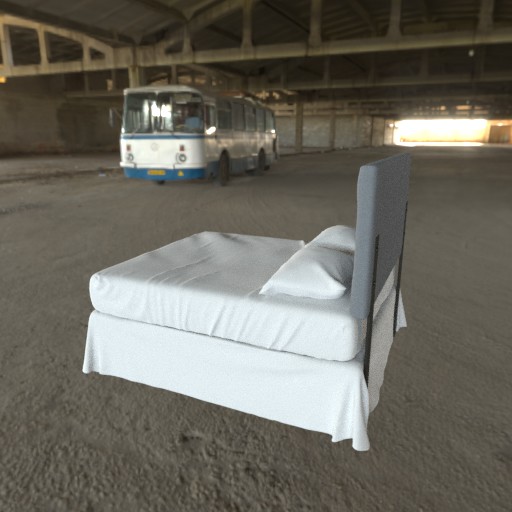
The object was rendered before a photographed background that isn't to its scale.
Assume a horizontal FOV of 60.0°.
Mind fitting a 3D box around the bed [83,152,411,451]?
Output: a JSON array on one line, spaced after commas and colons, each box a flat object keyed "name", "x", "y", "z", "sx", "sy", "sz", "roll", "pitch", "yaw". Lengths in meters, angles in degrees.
[{"name": "bed", "x": 0.000, "y": 0.000, "z": 3.515, "sx": 2.222, "sy": 1.577, "sz": 1.936, "roll": 7, "pitch": 17, "yaw": 23}]
